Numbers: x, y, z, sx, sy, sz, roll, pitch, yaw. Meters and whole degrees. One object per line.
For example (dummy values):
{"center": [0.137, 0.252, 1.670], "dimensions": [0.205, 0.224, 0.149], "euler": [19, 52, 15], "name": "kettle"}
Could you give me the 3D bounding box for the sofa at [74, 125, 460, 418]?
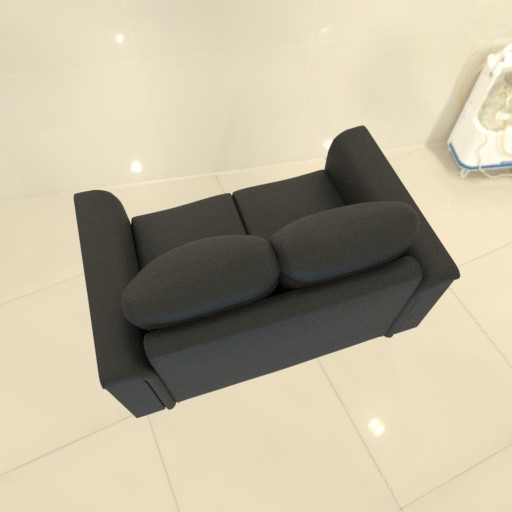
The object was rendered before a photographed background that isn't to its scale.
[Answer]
{"center": [0.000, 0.000, 1.974], "dimensions": [1.386, 0.845, 0.887], "euler": [-16, 60, -9], "name": "sofa"}
